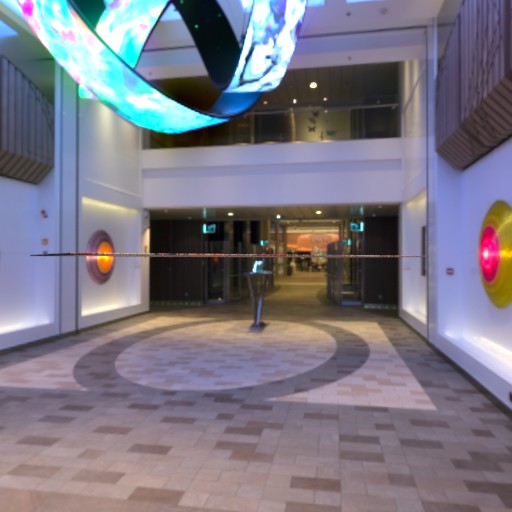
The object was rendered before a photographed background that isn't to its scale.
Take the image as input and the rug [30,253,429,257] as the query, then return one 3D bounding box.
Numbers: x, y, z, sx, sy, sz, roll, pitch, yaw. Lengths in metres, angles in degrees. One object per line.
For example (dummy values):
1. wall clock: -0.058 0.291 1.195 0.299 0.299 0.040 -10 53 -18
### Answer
1. rug: 0.000 0.000 2.702 2.362 0.008 0.832 0 -1 -36
